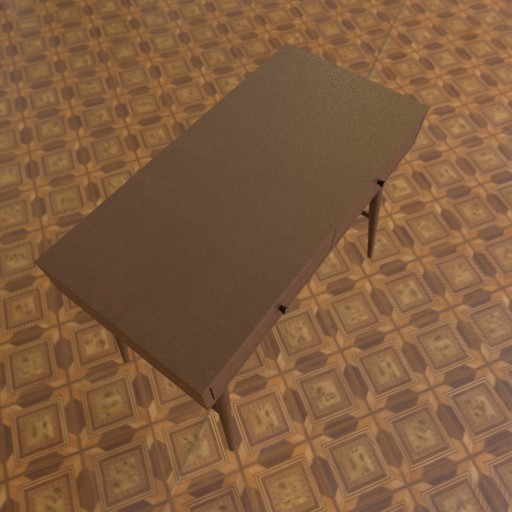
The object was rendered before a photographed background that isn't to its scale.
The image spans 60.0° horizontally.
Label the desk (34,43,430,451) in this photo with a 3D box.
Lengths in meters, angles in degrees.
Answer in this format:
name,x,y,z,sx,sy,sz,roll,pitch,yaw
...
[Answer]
name,x,y,z,sx,sy,sz,roll,pitch,yaw
desk,0.000,0.000,1.396,0.510,0.758,0.949,33,65,18
